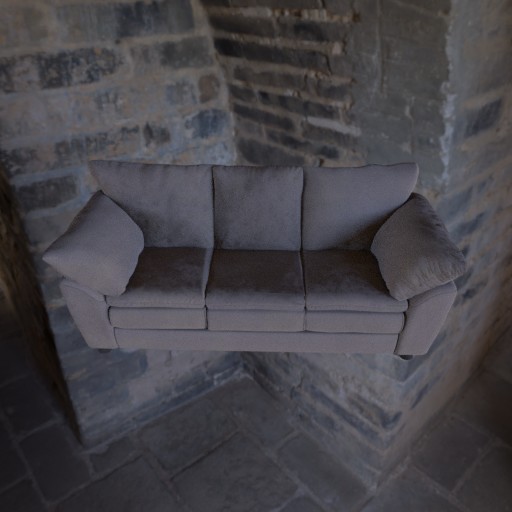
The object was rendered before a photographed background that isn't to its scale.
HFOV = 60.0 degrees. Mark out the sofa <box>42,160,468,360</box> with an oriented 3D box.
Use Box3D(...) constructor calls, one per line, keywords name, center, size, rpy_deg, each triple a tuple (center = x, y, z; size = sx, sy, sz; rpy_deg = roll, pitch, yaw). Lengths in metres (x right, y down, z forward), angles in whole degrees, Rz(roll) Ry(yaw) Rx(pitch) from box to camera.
Box3D(name="sofa", center=(0.000, 0.000, 2.855), size=(2.336, 1.073, 0.878), rpy_deg=(1, 30, 2))
